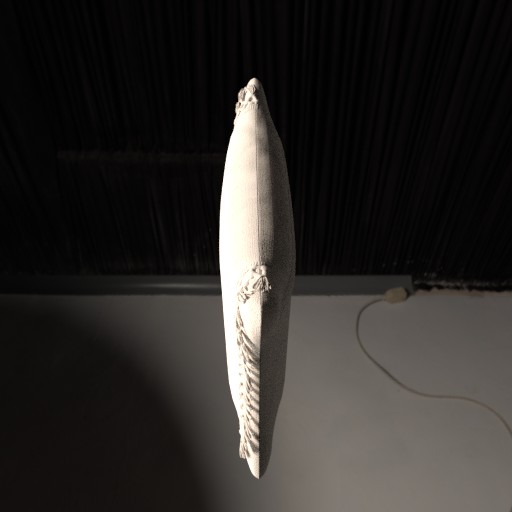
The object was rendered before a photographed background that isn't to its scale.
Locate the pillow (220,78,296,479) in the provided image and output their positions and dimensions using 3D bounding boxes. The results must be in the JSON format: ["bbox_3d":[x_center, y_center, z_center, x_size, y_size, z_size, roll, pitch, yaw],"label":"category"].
[{"bbox_3d":[0.000,0.000,0.588,0.084,0.305,0.466,0,42,0],"label":"pillow"}]
